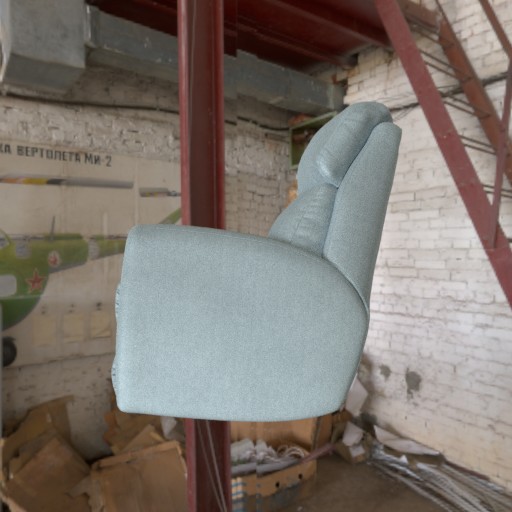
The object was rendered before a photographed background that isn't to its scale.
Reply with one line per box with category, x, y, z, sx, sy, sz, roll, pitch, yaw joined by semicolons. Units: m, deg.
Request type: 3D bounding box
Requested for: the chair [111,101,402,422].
chair;0.000;0.000;1.685;0.940;1.016;0.794;0;1;-1
